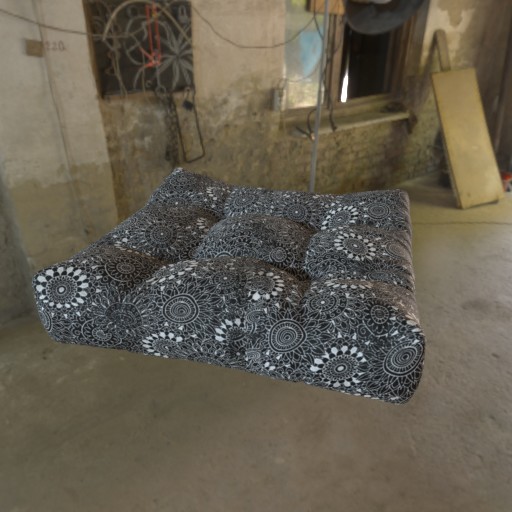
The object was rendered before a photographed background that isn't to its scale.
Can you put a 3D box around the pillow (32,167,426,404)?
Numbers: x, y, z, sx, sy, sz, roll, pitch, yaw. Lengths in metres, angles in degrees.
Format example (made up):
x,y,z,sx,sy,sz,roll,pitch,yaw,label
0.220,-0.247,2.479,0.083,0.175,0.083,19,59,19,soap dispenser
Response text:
x,y,z,sx,sy,sz,roll,pitch,yaw,label
0.000,0.000,0.714,0.490,0.128,0.468,7,30,13,pillow
